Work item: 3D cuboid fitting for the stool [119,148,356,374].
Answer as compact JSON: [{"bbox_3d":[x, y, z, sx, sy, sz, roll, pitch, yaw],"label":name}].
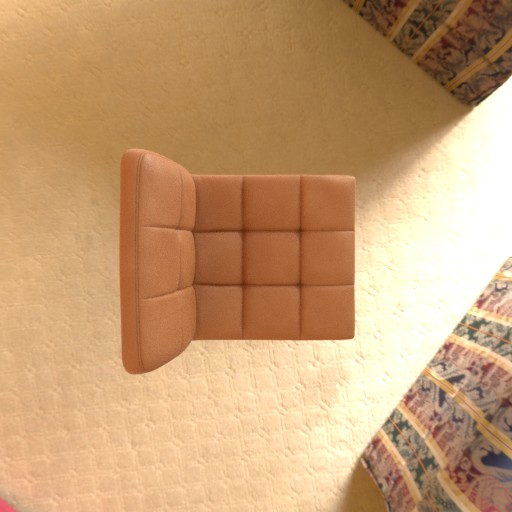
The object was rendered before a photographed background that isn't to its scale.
[{"bbox_3d":[0.000,0.000,1.343,0.505,1.115,0.430,0,91,0],"label":"stool"}]
